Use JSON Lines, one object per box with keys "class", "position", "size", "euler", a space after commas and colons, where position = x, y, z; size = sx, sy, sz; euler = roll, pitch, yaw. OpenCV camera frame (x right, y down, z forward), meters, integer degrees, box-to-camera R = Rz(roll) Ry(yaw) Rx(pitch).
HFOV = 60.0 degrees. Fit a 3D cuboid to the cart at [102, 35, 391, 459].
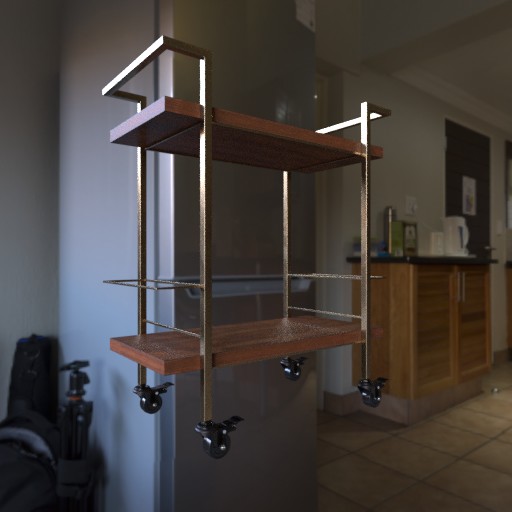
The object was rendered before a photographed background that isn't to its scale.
{"class": "cart", "position": [0.000, 0.000, 1.148], "size": [0.695, 0.807, 0.364], "euler": [0, 0, -37]}
